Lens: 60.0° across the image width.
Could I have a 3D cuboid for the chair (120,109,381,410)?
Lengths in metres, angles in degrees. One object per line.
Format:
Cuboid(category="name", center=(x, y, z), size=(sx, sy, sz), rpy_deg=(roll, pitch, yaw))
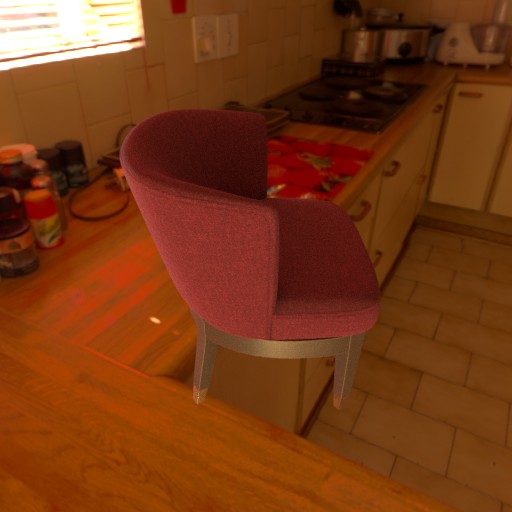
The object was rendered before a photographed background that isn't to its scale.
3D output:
Cuboid(category="chair", center=(0.000, 0.000, 1.337), size=(0.660, 0.760, 0.700), rpy_deg=(-1, 32, -1))
